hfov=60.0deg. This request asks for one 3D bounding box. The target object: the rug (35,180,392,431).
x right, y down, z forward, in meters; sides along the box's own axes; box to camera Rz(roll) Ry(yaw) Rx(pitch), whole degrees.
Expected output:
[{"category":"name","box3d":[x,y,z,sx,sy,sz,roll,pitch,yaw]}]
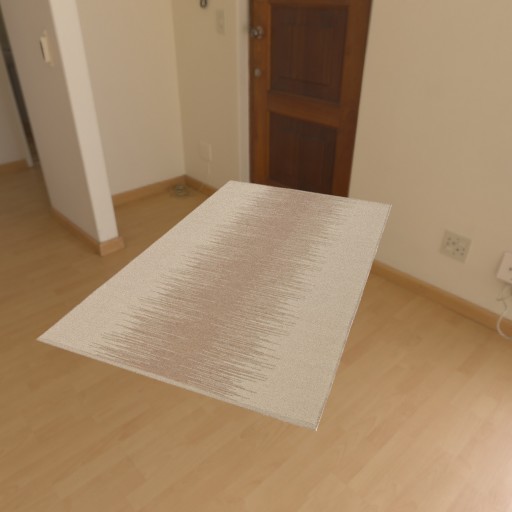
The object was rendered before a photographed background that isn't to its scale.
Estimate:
[{"category":"rug","box3d":[0.000,0.000,3.055,1.522,0.012,2.440,12,33,19]}]
